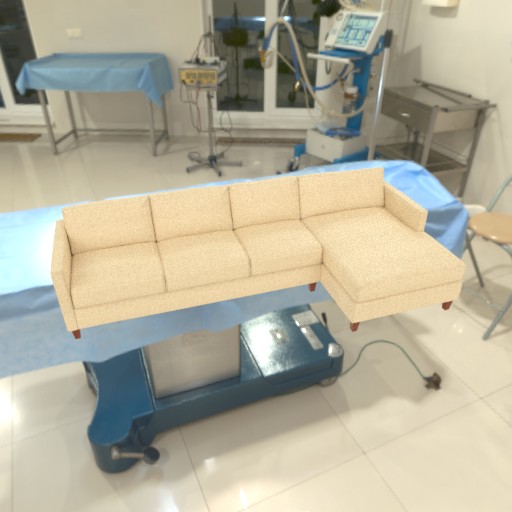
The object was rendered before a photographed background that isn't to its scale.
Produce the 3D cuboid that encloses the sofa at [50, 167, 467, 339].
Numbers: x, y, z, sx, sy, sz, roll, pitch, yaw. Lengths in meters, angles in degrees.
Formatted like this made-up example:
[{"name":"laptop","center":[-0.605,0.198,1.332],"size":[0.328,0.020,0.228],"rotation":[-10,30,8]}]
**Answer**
[{"name":"sofa","center":[0.000,0.000,4.125],"size":[3.471,0.954,1.603],"rotation":[-10,34,-15]}]
